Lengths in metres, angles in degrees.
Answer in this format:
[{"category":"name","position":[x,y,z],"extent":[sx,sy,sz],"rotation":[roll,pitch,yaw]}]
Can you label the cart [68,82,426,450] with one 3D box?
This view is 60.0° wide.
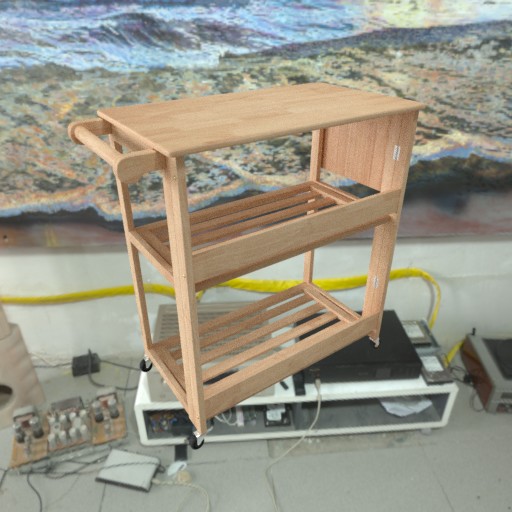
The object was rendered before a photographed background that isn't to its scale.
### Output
[{"category":"cart","position":[0.000,0.000,1.357],"extent":[0.853,0.879,0.432],"rotation":[-19,35,-29]}]
